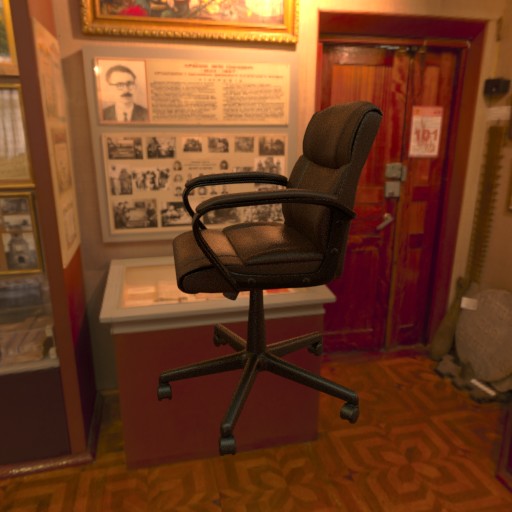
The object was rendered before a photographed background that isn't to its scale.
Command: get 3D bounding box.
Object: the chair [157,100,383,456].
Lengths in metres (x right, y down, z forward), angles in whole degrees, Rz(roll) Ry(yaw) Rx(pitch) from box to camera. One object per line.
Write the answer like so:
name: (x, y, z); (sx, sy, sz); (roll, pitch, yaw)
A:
chair: (0.000, 0.000, 1.514); (0.717, 1.004, 0.739); (-3, 17, -11)
